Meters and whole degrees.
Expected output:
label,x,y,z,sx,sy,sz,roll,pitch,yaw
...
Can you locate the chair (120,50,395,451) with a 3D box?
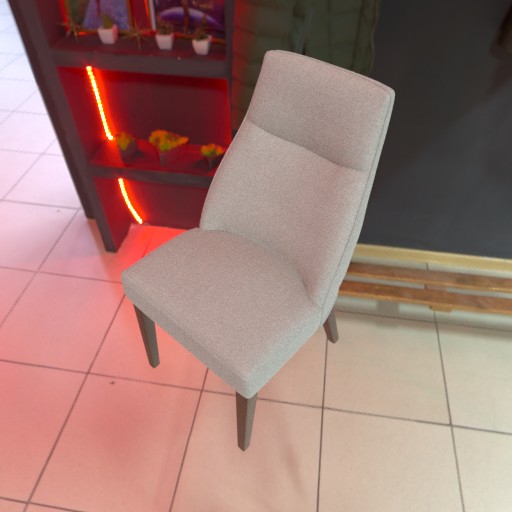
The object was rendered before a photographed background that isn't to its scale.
label,x,y,z,sx,sy,sz,roll,pitch,yaw
chair,0.000,0.000,1.276,0.500,0.930,0.620,33,54,27
